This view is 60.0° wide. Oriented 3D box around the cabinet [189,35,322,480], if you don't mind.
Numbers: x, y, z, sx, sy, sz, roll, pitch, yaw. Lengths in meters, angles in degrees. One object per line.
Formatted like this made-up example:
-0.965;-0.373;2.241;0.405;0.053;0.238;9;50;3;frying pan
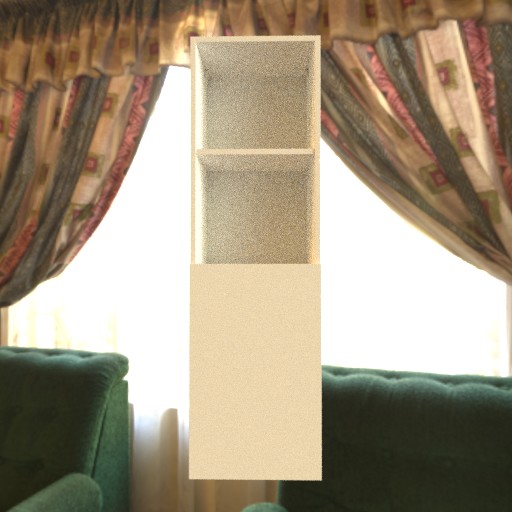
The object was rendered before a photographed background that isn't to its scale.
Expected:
0.000;0.000;1.490;0.400;1.350;0.300;0;0;1;cabinet
